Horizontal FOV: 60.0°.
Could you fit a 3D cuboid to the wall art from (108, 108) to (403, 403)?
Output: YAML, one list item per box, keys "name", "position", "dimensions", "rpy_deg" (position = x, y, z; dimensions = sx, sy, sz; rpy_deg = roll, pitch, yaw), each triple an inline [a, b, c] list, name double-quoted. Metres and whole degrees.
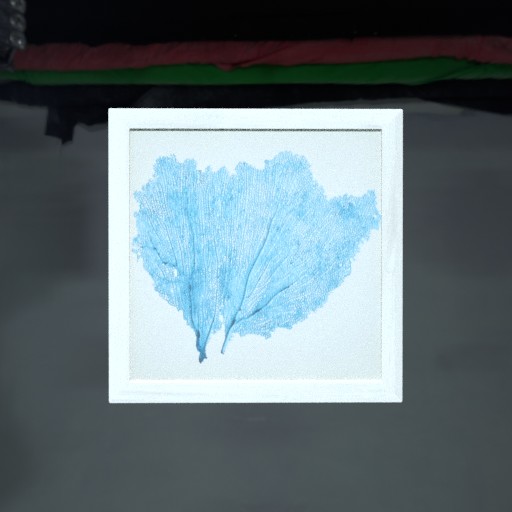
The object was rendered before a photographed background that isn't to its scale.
- name: "wall art"
  position: [0.000, 0.000, 0.887]
  dimensions: [0.584, 0.584, 0.013]
  rpy_deg: [0, 0, 0]
